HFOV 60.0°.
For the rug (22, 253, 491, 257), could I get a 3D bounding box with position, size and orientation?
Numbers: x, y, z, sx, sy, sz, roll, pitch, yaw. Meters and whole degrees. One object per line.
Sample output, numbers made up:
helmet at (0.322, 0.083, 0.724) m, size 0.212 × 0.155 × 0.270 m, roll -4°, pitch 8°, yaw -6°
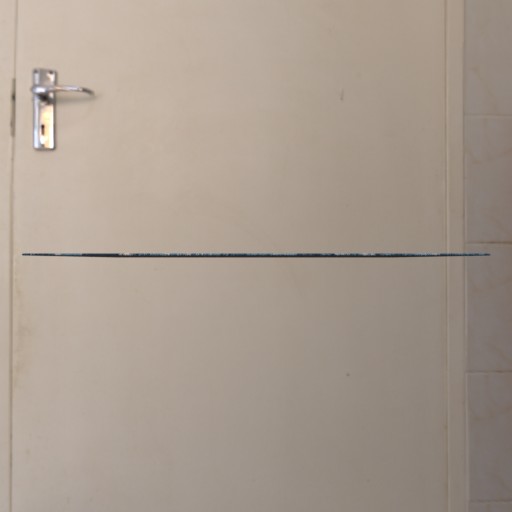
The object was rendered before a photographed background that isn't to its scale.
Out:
rug at (0.000, 0.000, 2.325) m, size 1.836 × 0.009 × 1.232 m, roll 0°, pitch -1°, yaw -1°
